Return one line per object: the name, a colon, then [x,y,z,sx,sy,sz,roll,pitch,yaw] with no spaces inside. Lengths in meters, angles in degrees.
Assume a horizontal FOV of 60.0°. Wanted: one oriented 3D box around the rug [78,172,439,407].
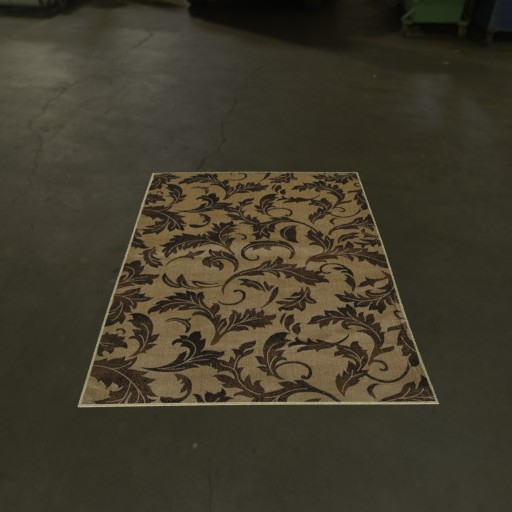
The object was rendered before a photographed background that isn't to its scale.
rug: [0.000,0.000,4.018,2.380,0.008,2.977,0,41,0]
